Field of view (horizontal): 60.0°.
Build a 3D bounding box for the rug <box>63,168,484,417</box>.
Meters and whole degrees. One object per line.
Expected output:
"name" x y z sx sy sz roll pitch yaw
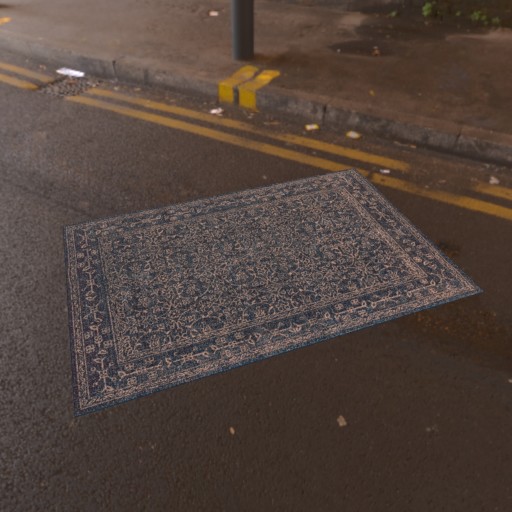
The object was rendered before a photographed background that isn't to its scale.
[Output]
"rug" 0.000 0.000 2.241 1.819 0.005 1.200 -14 43 -15
